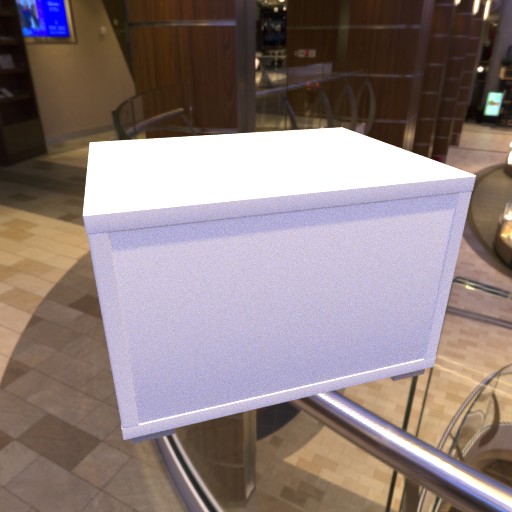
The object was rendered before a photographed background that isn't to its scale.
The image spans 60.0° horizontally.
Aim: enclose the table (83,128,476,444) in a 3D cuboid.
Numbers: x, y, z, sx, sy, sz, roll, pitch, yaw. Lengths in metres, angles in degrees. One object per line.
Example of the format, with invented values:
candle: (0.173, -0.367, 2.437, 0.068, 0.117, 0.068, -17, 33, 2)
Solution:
table: (0.000, 0.000, 0.795, 0.517, 0.357, 0.399, -8, 27, -16)
